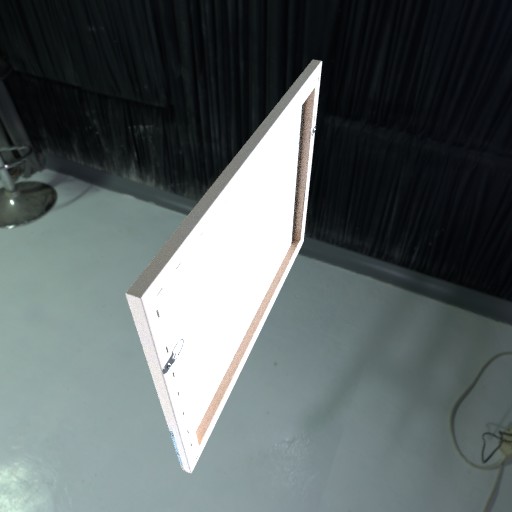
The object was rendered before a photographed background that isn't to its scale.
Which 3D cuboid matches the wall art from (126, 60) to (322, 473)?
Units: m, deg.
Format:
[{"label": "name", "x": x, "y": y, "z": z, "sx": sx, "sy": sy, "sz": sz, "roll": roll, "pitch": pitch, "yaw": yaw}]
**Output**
[{"label": "wall art", "x": 0.000, "y": 0.000, "z": 1.558, "sx": 0.042, "sy": 0.912, "sz": 1.219, "roll": 16, "pitch": 47, "yaw": 15}]
